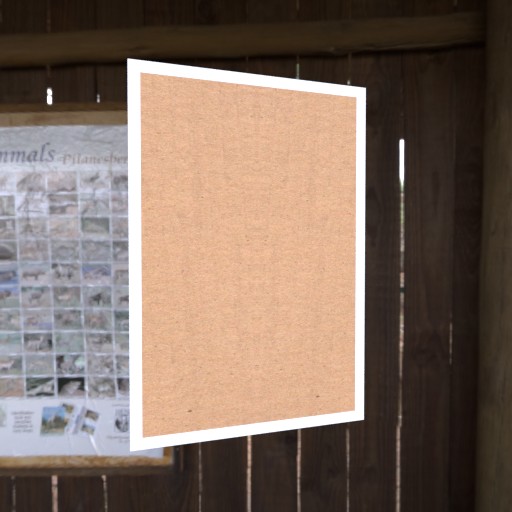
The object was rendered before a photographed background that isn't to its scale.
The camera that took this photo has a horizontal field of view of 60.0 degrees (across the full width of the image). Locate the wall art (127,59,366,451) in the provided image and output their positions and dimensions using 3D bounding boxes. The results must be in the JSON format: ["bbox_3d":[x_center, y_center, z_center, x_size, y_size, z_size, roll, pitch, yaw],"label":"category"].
[{"bbox_3d":[0.000,0.000,1.197,0.660,0.965,0.015,0,1,-18],"label":"wall art"}]
